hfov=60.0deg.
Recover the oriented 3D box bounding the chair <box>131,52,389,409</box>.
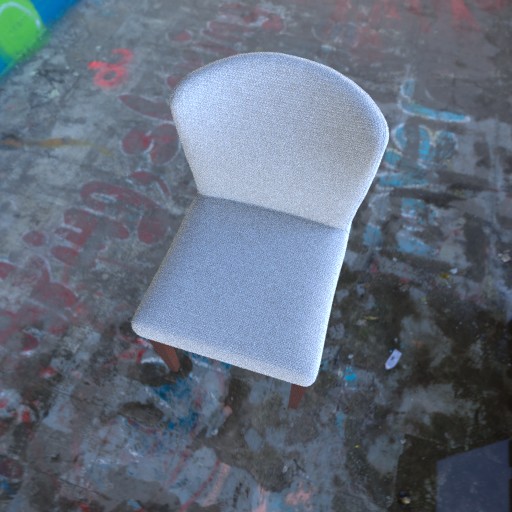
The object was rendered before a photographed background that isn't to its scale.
[{"bbox_3d":[0.000,0.000,1.206,0.491,0.839,0.589,15,61,9],"label":"chair"}]
